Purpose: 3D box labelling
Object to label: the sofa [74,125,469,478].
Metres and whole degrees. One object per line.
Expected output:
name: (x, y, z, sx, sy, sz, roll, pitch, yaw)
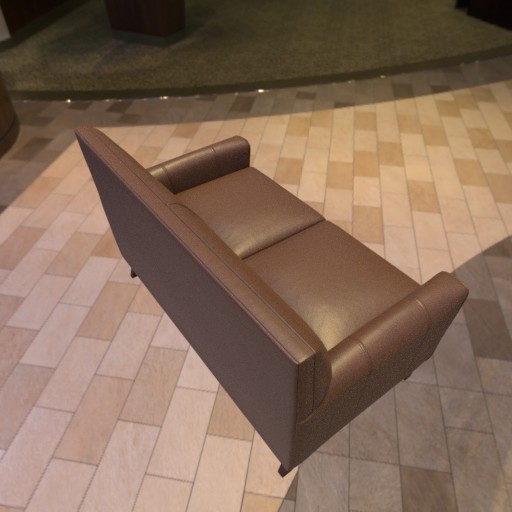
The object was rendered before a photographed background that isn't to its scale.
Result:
sofa: (0.000, 0.000, 1.912, 0.853, 0.859, 1.468, -26, 48, -26)
